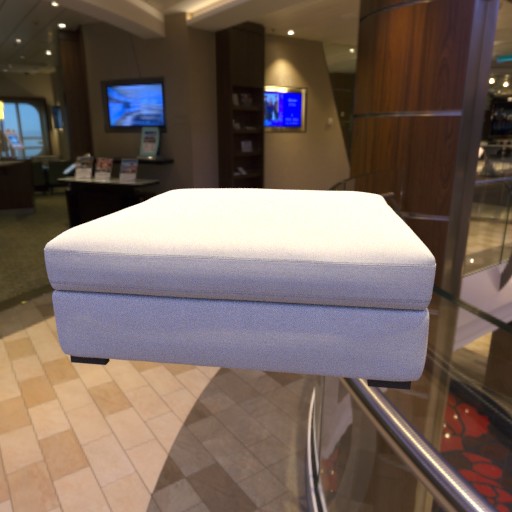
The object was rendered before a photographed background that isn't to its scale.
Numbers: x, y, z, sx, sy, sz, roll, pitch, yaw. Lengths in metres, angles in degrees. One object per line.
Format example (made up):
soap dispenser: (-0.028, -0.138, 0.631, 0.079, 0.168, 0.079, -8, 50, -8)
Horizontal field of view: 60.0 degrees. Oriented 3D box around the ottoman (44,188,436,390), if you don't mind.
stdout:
ottoman: (0.000, 0.000, 1.820, 1.167, 0.482, 1.163, 2, 16, 8)
